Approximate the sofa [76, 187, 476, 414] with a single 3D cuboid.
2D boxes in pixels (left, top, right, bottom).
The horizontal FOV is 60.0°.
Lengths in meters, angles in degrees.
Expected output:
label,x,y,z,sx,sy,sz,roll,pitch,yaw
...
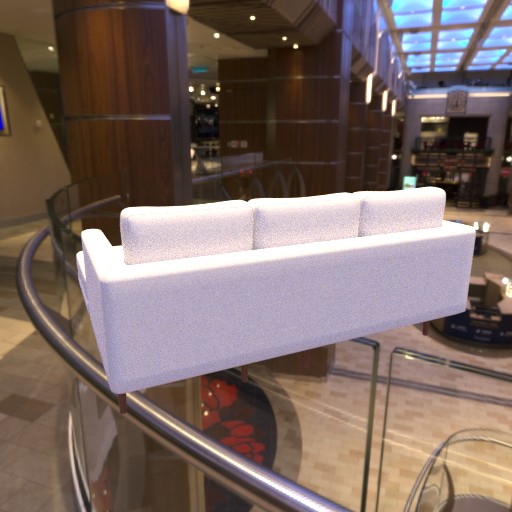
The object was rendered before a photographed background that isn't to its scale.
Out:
label,x,y,z,sx,sy,sz,roll,pitch,yaw
sofa,0.000,0.000,2.803,2.029,0.899,1.580,-7,17,-25
